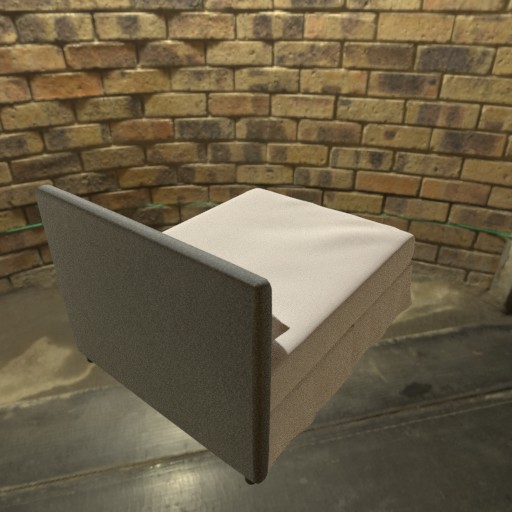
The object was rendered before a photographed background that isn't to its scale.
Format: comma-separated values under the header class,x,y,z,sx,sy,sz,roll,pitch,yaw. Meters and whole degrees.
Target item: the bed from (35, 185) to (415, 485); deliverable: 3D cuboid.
class,x,y,z,sx,sy,sz,roll,pitch,yaw
bed,0.000,0.000,3.147,1.723,1.330,2.142,22,37,32
